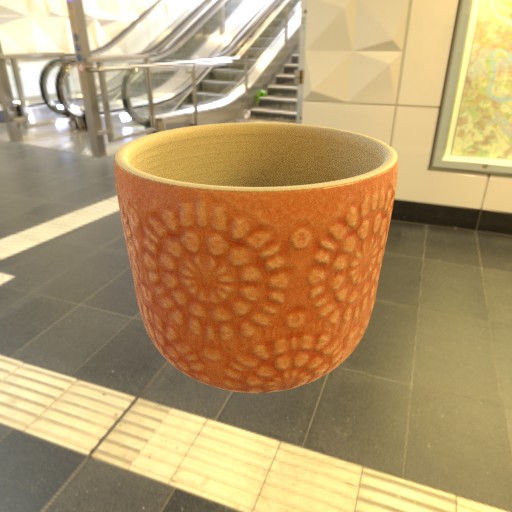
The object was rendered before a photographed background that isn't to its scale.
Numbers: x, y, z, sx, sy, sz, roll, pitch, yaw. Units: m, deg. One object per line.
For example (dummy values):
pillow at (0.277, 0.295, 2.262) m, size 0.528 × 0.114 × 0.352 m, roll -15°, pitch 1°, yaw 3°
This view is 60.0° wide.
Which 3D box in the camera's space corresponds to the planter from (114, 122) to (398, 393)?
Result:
planter at (0.000, 0.000, 0.222) m, size 0.124 × 0.109 × 0.124 m, roll 0°, pitch 27°, yaw 0°
